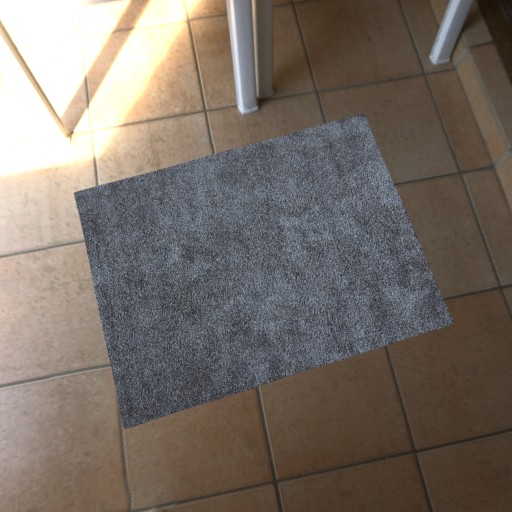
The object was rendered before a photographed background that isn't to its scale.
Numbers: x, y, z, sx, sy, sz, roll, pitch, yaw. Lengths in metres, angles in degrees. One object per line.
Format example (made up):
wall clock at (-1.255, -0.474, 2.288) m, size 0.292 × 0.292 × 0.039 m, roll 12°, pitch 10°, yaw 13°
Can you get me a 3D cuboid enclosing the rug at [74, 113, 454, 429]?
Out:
rug at (0.000, 0.000, 2.201) m, size 1.601 × 0.025 × 1.198 m, roll -16°, pitch 75°, yaw -5°
